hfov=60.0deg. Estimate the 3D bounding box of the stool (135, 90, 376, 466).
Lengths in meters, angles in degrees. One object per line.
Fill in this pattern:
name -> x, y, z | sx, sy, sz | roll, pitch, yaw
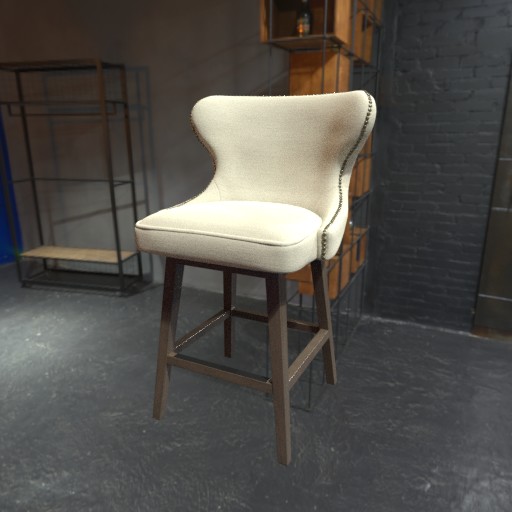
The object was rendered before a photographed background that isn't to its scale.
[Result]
stool -> 0.000, 0.000, 1.368 | 0.615, 0.972, 0.597 | 8, 18, 26
